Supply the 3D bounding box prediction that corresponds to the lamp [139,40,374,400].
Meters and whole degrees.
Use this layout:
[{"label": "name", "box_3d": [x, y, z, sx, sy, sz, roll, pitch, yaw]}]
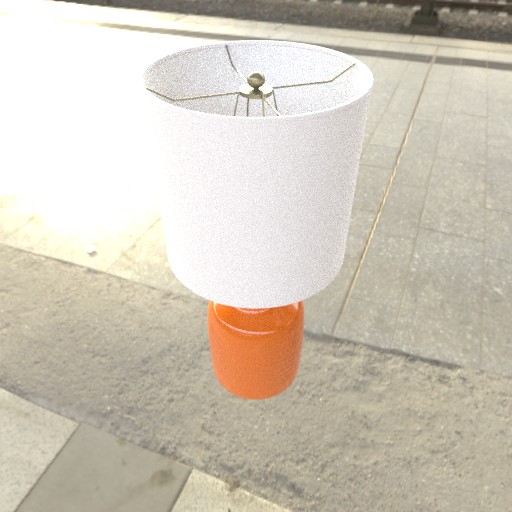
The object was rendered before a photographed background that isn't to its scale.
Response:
[{"label": "lamp", "box_3d": [0.000, 0.000, 1.082, 0.418, 0.871, 0.418, 13, 42, 15]}]
